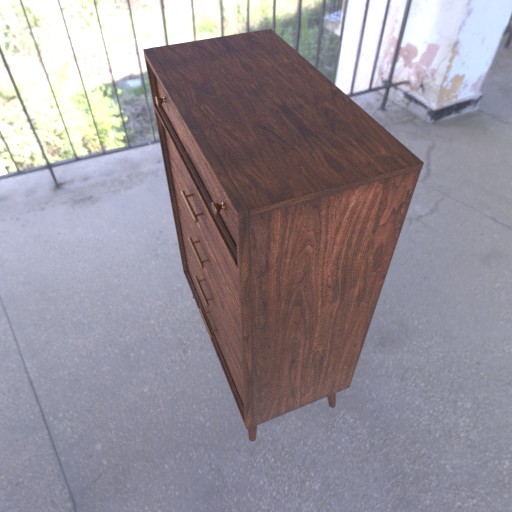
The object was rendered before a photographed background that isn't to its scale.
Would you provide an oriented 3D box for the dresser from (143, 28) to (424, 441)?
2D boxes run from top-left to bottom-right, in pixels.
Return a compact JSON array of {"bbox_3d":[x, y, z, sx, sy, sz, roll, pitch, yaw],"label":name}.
[{"bbox_3d":[0.000,0.000,1.793,0.498,1.365,0.919,-17,49,-15],"label":"dresser"}]
